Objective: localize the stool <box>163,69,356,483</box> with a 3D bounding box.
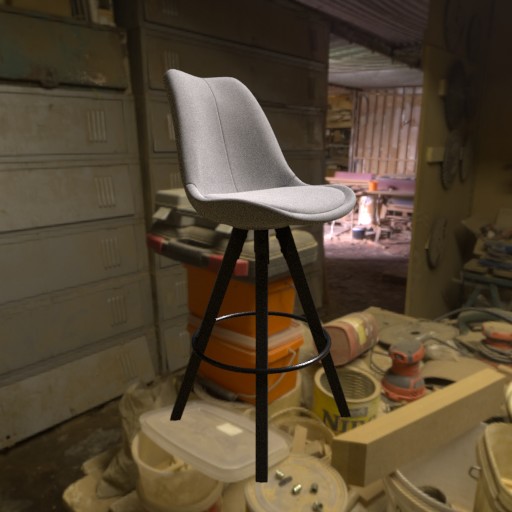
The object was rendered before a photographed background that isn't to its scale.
[{"bbox_3d":[0.000,0.000,1.388,0.550,1.115,0.485,13,19,42],"label":"stool"}]
